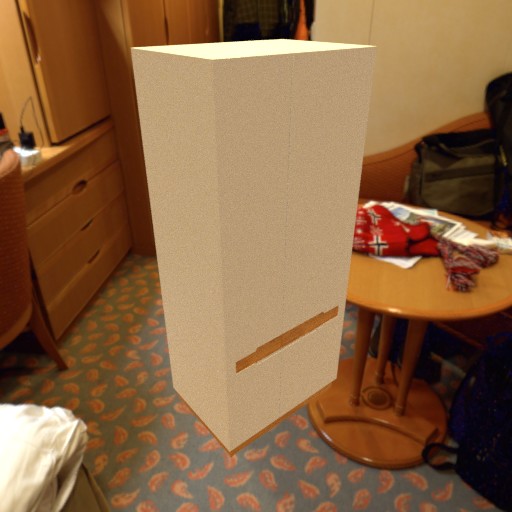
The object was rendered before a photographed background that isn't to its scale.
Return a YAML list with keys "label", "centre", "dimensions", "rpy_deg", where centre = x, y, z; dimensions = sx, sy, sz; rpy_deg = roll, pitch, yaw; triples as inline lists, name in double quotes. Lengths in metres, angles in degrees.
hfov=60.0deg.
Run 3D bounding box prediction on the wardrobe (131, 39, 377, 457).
- label: "wardrobe"
  centre: [0.000, 0.000, 2.386]
  dimensions: [0.860, 2.040, 0.600]
  rpy_deg: [-22, 36, -34]
